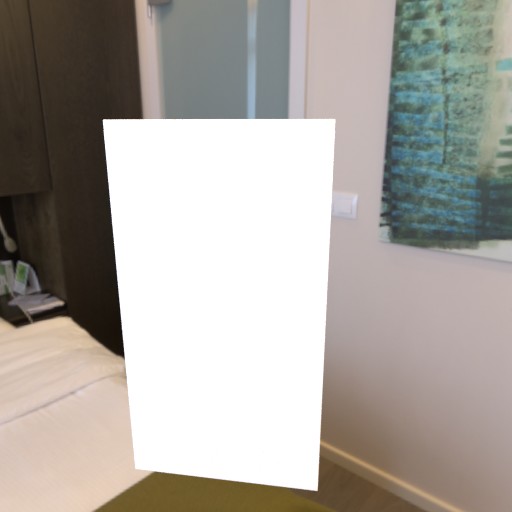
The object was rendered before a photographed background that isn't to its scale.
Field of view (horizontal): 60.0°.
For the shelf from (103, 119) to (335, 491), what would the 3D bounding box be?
[{"bbox_3d":[0.000,0.000,1.263,0.396,0.732,0.895,3,17,8],"label":"shelf"}]
